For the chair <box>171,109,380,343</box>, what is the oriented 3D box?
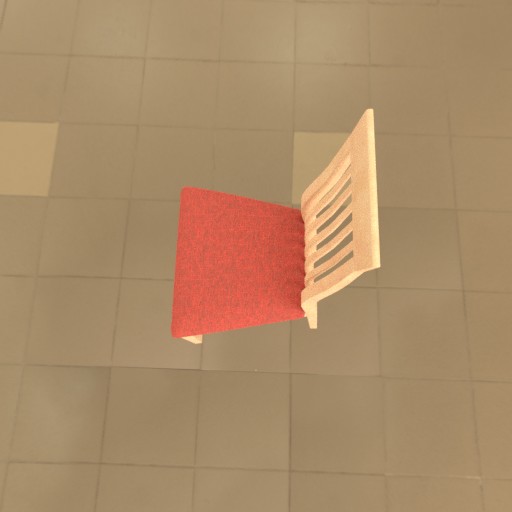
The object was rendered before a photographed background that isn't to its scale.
[{"bbox_3d":[0.000,0.000,1.249,0.474,1.027,0.460,1,76,0],"label":"chair"}]
